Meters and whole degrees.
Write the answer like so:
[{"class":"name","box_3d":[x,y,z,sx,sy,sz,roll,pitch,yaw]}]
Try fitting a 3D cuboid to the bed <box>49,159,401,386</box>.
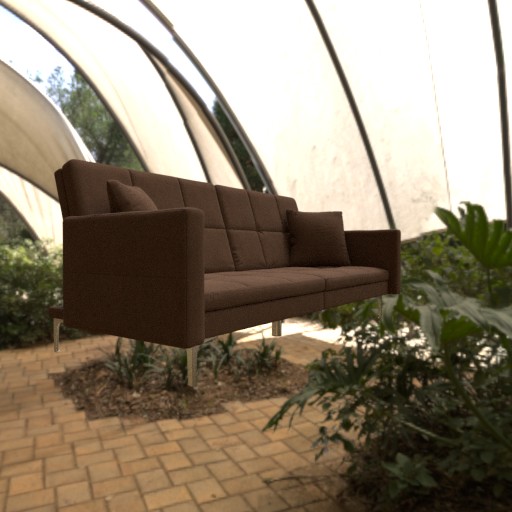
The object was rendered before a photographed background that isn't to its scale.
[{"class":"bed","box_3d":[0.000,0.000,2.269,0.889,0.787,1.905,1,1,36]}]
